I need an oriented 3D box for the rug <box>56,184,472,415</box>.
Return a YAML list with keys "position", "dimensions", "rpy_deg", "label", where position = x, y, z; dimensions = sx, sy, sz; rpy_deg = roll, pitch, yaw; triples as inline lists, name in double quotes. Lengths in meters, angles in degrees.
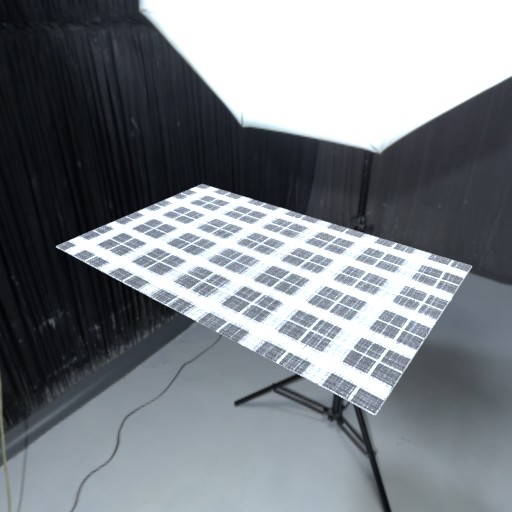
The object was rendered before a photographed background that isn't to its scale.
- position: [0.000, 0.000, 3.036]
  dimensions: [2.434, 0.015, 1.520]
  rpy_deg: [21, 37, 32]
  label: "rug"
